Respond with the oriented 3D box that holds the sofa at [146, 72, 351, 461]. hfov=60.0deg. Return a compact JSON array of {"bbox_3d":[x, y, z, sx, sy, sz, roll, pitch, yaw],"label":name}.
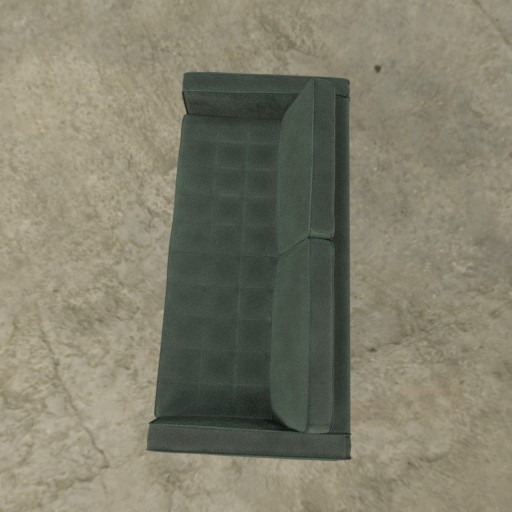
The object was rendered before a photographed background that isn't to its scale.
[{"bbox_3d":[0.000,0.000,2.213,0.886,0.781,1.816,3,76,1],"label":"sofa"}]
